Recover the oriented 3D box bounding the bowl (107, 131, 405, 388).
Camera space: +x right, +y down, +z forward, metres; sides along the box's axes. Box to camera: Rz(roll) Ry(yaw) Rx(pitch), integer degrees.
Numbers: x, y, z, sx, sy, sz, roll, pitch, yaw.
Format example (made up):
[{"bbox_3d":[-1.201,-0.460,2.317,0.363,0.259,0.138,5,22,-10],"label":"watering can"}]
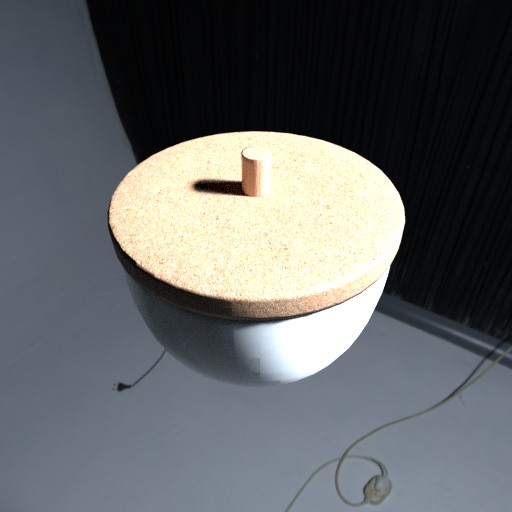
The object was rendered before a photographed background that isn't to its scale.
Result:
[{"bbox_3d":[0.000,0.000,0.216,0.126,0.110,0.126,0,41,0],"label":"bowl"}]
